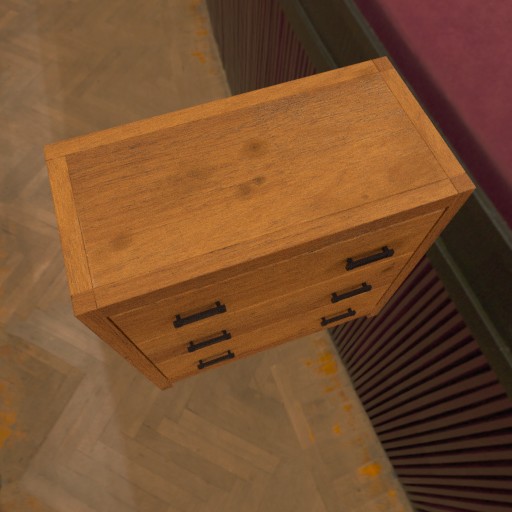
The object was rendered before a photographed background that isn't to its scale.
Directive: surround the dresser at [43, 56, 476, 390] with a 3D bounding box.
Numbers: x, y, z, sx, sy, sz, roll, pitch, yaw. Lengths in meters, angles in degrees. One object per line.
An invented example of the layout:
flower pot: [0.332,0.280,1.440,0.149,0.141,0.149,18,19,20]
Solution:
dresser: [0.000,0.000,1.266,0.804,0.804,0.427,-18,66,-8]
